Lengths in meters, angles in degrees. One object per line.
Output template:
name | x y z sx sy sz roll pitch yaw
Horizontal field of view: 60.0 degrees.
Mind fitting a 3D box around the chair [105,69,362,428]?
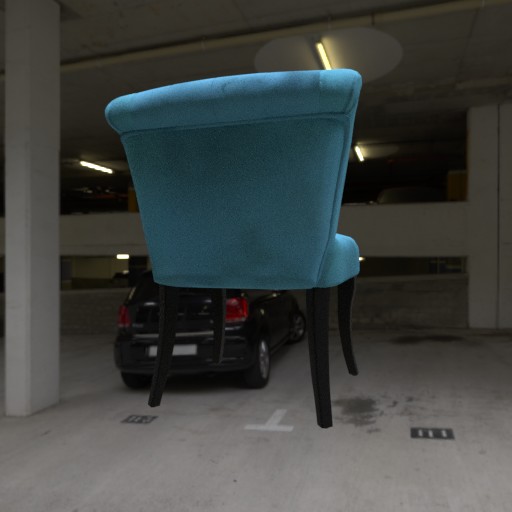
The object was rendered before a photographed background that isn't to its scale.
chair | 0.000 0.000 1.181 0.582 0.750 0.605 0 0 18
